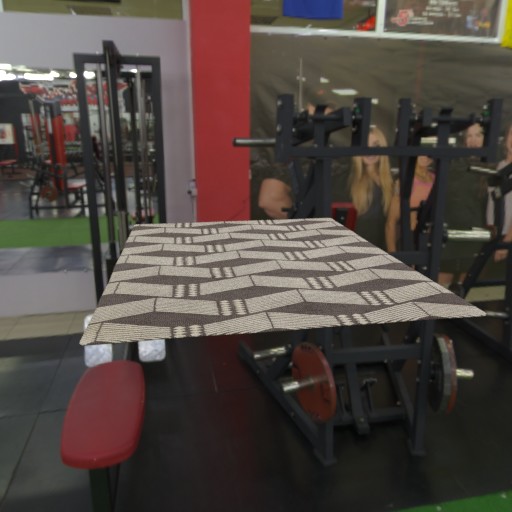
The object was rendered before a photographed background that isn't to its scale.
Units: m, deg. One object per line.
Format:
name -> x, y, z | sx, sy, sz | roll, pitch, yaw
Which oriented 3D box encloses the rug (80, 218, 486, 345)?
rug -> 0.000, 0.000, 4.016 | 2.438, 0.016, 3.048 | -3, 17, -9
